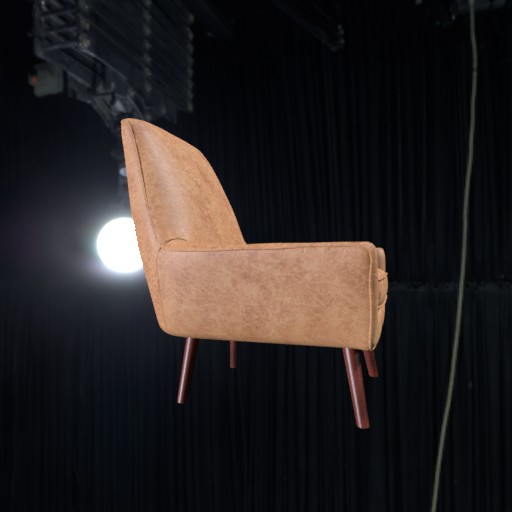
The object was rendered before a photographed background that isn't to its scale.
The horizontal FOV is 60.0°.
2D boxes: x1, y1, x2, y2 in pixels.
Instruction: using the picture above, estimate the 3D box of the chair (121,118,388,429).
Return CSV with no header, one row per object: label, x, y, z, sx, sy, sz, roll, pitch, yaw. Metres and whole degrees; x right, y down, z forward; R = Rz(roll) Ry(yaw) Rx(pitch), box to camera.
chair,0.000,0.000,1.503,0.851,0.883,0.753,0,0,18
